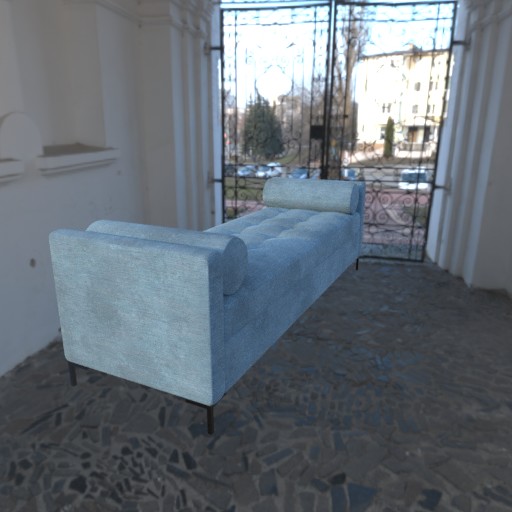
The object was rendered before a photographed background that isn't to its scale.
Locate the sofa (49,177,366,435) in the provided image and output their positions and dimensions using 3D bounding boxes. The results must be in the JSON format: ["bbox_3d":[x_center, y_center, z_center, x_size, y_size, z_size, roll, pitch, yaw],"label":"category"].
[{"bbox_3d":[0.000,0.000,2.367,0.686,0.635,1.981,8,18,25],"label":"sofa"}]
